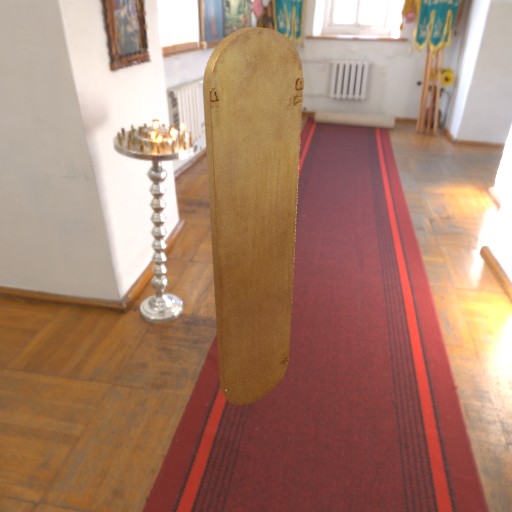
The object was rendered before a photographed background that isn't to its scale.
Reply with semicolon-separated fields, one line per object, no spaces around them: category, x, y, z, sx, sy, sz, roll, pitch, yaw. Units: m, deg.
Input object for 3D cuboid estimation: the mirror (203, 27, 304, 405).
mirror;0.000;0.000;1.079;0.222;0.991;0.032;-19;36;-29
